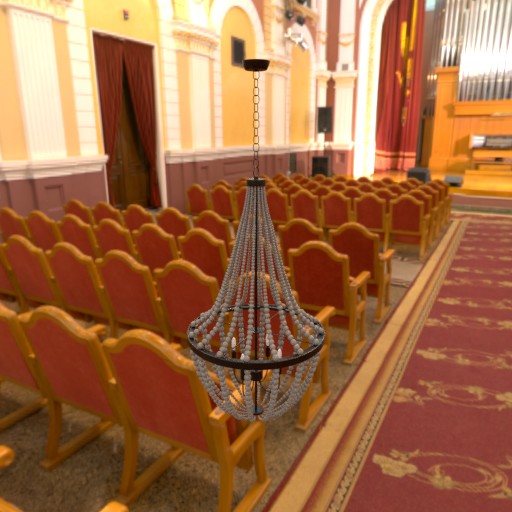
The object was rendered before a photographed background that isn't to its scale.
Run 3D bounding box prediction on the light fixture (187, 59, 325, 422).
[{"bbox_3d":[0.000,0.000,1.393,0.450,1.133,0.450,0,16,0],"label":"light fixture"}]
